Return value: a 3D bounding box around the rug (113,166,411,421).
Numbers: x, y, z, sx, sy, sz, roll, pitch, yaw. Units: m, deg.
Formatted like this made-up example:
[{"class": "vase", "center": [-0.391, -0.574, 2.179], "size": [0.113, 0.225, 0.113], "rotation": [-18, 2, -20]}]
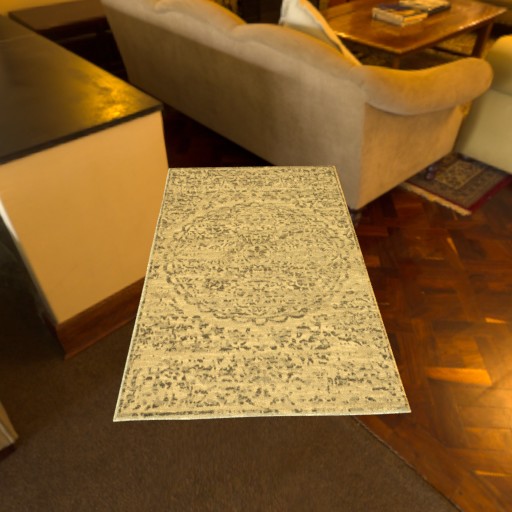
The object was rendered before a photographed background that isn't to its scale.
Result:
[{"class": "rug", "center": [0.000, 0.000, 3.173], "size": [1.527, 0.021, 2.447], "rotation": [-1, 42, -1]}]
